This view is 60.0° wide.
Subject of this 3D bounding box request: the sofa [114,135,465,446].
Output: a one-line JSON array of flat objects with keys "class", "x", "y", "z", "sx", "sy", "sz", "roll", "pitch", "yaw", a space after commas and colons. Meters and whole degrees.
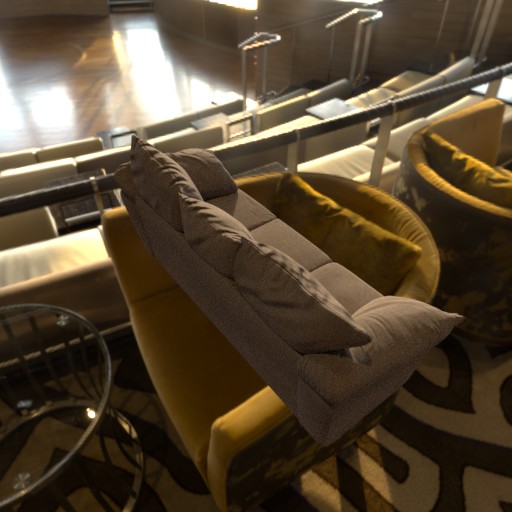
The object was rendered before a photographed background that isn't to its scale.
[{"class": "sofa", "x": 0.000, "y": 0.000, "z": 2.890, "sx": 0.927, "sy": 1.043, "sz": 2.390, "roll": -27, "pitch": 48, "yaw": -27}]
